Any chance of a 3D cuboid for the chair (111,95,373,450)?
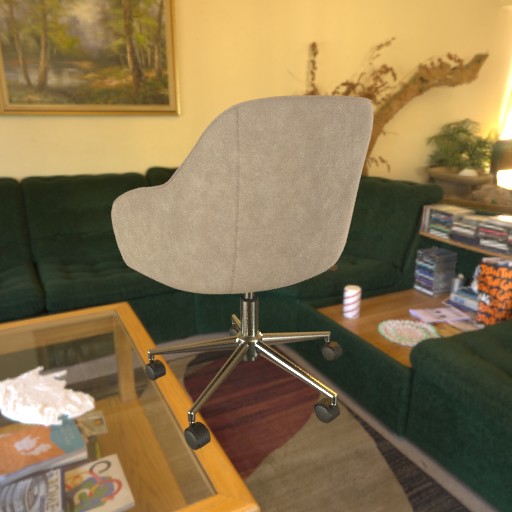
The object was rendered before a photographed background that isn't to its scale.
[{"bbox_3d":[0.000,0.000,1.250,0.573,0.831,0.635,16,24,42],"label":"chair"}]
